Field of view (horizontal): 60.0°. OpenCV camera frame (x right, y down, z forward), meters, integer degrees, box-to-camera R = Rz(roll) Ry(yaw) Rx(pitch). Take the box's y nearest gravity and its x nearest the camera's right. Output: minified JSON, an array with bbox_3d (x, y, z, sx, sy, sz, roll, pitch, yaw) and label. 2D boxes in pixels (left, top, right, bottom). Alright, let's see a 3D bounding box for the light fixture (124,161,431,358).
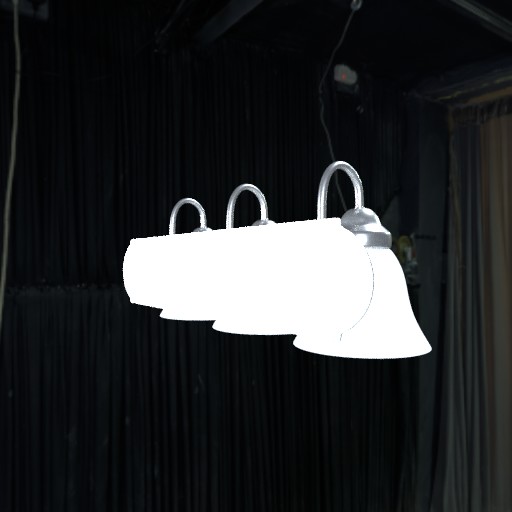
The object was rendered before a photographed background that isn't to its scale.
[{"bbox_3d":[0.000,0.000,0.694,0.199,0.222,0.610,1,-1,-37],"label":"light fixture"}]
